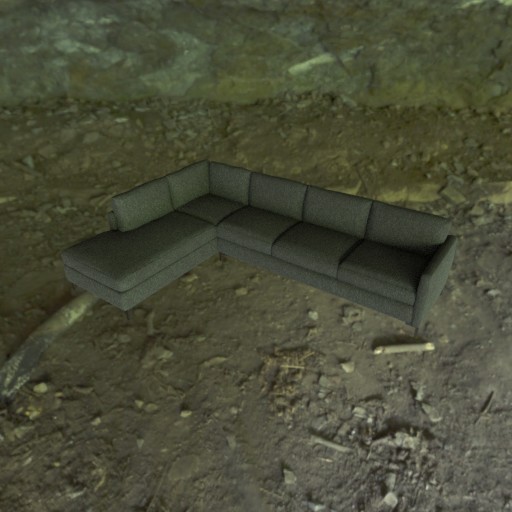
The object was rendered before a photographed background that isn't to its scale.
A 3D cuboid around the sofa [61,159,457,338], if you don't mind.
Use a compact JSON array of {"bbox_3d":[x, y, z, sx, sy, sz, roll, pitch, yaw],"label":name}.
[{"bbox_3d":[0.000,0.000,3.959,2.949,0.815,2.007,20,36,29],"label":"sofa"}]
